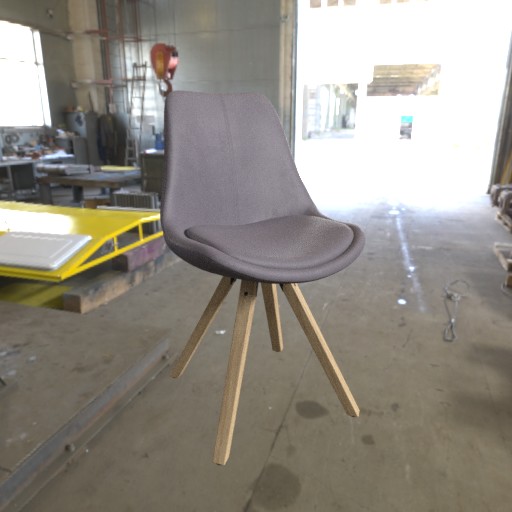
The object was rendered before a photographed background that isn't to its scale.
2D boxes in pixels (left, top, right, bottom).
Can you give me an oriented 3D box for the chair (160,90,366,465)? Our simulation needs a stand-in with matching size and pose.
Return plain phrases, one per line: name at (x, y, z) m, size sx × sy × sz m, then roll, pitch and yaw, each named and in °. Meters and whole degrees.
chair at (0.000, 0.000, 1.204) m, size 0.483 × 0.865 × 0.547 m, roll -8°, pitch 19°, yaw -25°
